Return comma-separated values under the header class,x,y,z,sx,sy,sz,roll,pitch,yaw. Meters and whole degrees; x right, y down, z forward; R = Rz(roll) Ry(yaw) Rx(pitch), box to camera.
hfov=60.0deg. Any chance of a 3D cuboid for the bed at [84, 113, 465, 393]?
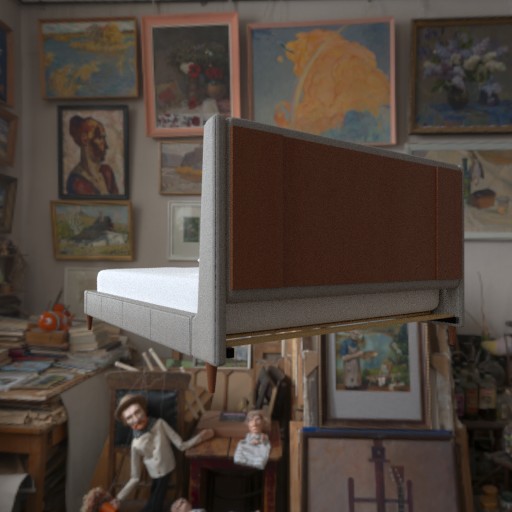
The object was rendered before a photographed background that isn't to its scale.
class,x,y,z,sx,sy,sz,roll,pitch,yaw
bed,0.000,0.000,3.526,2.062,1.289,2.342,0,0,-35
